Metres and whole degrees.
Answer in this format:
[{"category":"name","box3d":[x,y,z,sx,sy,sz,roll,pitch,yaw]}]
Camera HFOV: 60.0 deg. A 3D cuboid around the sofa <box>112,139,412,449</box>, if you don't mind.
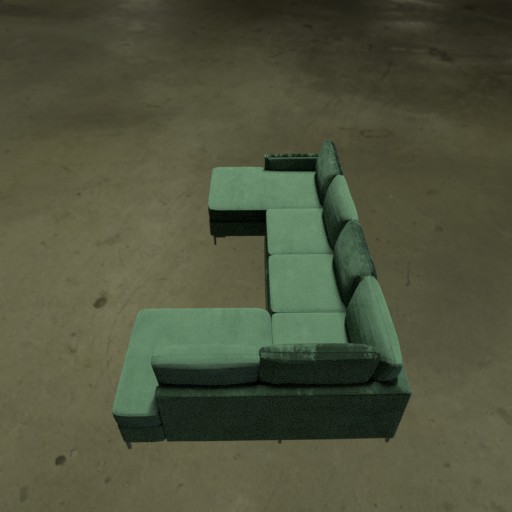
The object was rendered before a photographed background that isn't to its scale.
[{"category":"sofa","box3d":[0.000,0.000,4.376,2.055,0.992,3.434,0,41,0]}]
